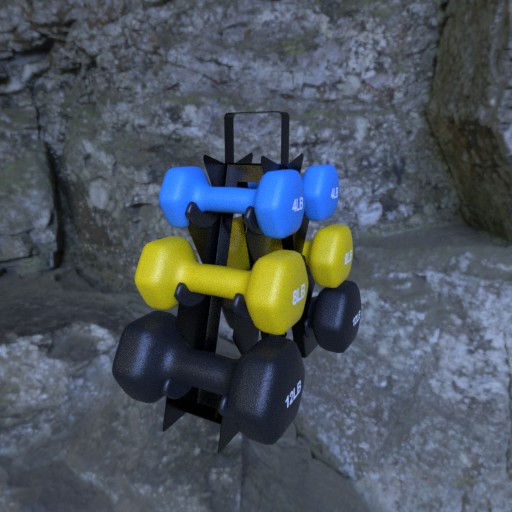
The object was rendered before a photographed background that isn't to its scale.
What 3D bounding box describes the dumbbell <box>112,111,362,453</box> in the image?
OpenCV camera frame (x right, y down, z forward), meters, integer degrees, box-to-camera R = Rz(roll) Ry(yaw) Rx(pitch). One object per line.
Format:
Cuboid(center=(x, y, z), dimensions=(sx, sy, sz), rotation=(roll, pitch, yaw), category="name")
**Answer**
Cuboid(center=(0.000, 0.000, 0.689), dimensions=(0.255, 0.426, 0.409), rotation=(8, 17, 27), category="dumbbell")
